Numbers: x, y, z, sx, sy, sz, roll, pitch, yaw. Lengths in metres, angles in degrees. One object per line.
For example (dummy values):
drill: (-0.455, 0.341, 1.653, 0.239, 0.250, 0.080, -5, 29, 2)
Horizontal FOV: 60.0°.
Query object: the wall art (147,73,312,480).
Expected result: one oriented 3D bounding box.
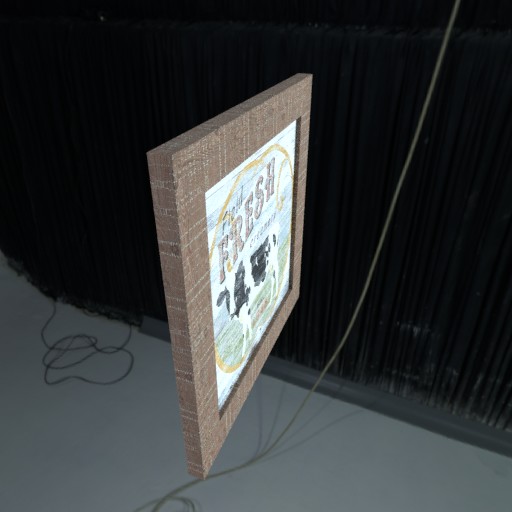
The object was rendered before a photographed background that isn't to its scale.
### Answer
wall art: (0.000, 0.000, 0.787, 0.029, 0.531, 0.531, 11, 33, 18)
